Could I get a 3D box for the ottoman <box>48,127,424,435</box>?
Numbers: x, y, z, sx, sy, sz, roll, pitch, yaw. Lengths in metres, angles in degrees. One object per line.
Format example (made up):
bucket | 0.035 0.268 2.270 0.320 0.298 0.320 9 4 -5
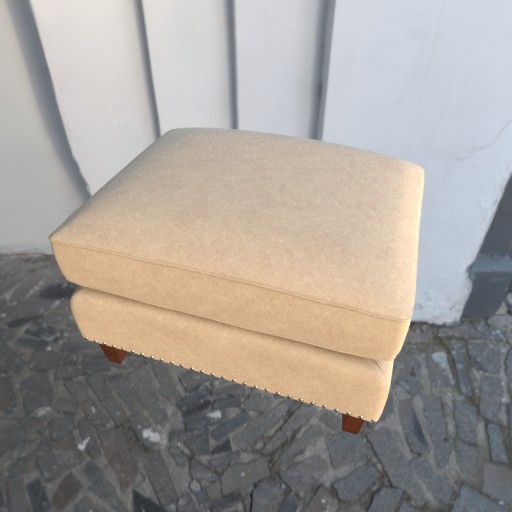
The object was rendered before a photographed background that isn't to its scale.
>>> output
ottoman | 0.000 0.000 1.143 0.741 0.513 0.584 12 41 14
